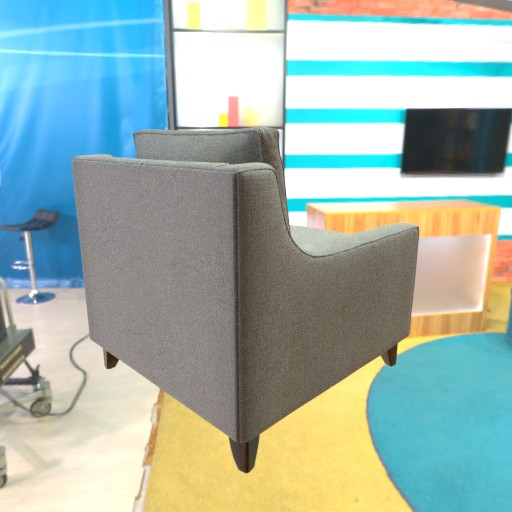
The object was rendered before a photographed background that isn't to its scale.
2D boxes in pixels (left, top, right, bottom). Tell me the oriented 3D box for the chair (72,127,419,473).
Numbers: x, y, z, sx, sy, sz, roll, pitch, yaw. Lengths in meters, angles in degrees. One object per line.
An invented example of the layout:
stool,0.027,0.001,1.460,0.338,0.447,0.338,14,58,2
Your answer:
chair,0.000,0.000,1.572,0.918,0.864,0.838,-14,20,-43
